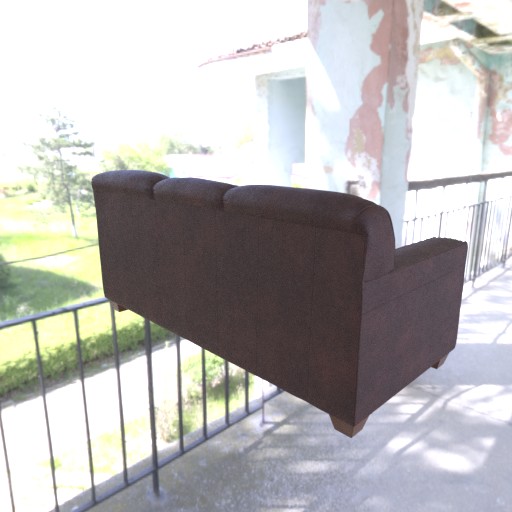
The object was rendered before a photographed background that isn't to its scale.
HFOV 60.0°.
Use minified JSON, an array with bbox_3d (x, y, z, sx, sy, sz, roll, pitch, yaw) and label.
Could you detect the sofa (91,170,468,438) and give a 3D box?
[{"bbox_3d":[0.000,0.000,2.558,1.008,0.953,2.039,-14,20,-43],"label":"sofa"}]
